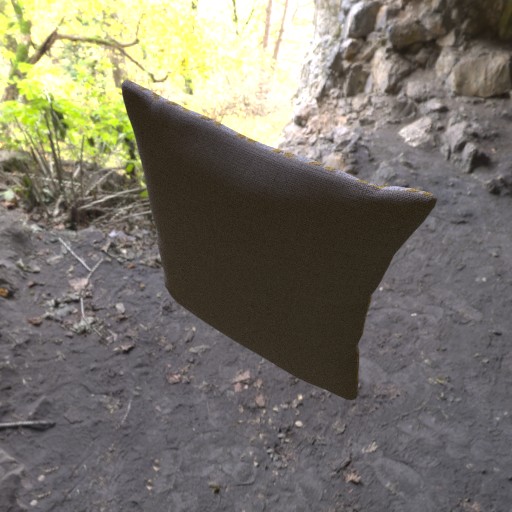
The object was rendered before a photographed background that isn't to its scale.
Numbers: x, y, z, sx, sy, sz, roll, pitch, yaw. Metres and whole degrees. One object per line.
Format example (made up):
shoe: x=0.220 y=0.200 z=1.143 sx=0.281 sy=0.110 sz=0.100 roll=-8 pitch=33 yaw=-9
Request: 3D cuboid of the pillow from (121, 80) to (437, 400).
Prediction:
pillow: x=0.000 y=0.000 z=0.665 sx=0.429 sy=0.436 sz=0.159 roll=26 pitch=52 yaw=22
